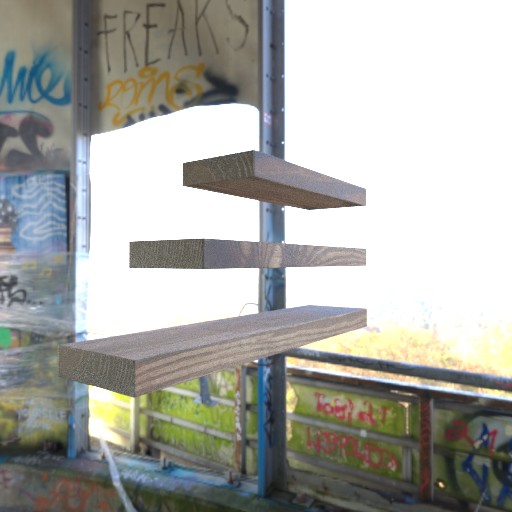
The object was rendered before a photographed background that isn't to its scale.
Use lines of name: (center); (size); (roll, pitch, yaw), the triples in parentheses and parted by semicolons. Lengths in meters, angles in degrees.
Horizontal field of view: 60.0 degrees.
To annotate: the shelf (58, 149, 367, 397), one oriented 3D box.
shelf: (0.000, 0.000, 0.734); (0.140, 0.293, 0.610); (-1, -1, 36)
